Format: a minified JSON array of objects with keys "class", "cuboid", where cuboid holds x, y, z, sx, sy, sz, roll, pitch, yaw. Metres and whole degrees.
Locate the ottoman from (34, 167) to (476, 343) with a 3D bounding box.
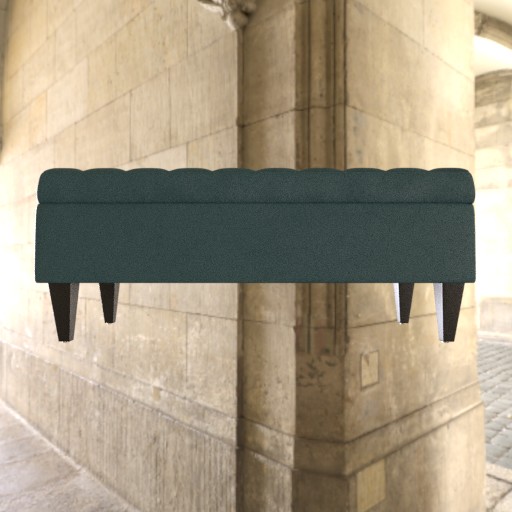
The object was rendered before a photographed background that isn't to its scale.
[{"class":"ottoman","cuboid":[0.000,0.000,1.374,1.151,0.469,0.482,0,-1,0]}]
